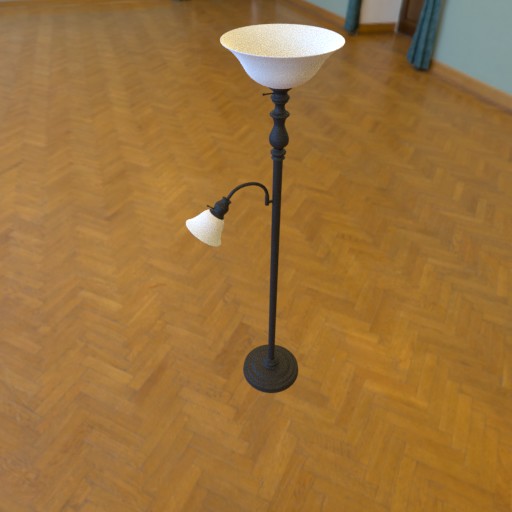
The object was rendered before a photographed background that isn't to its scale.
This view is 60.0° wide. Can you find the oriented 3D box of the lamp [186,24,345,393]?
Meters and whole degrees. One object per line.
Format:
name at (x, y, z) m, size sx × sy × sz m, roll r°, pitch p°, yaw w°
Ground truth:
lamp at (0.000, 0.000, 1.995) m, size 0.588 × 1.793 × 0.405 m, roll -13°, pitch 42°, yaw -15°
